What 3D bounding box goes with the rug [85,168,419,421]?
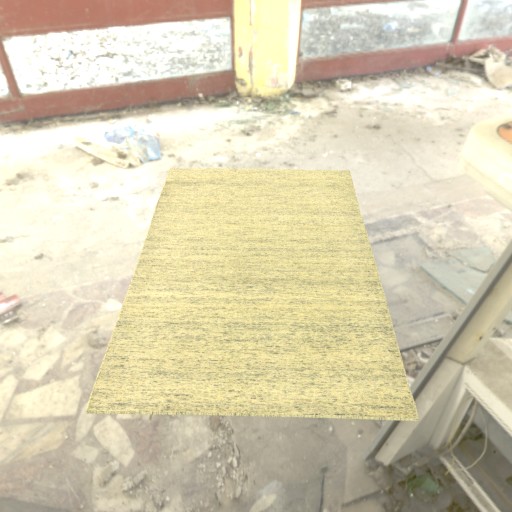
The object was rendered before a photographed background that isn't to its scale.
[{"bbox_3d":[0.000,0.000,2.868,1.523,0.017,2.263,1,40,1],"label":"rug"}]
